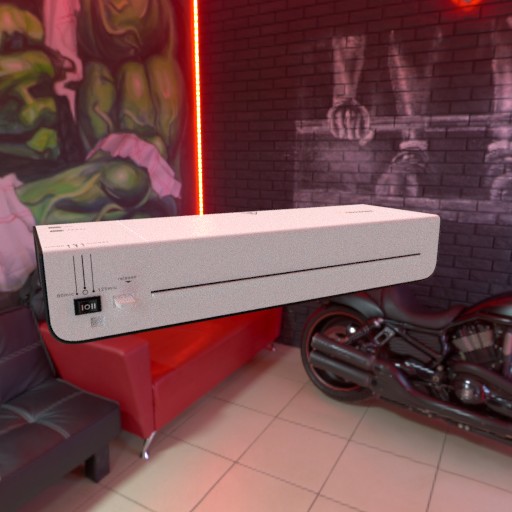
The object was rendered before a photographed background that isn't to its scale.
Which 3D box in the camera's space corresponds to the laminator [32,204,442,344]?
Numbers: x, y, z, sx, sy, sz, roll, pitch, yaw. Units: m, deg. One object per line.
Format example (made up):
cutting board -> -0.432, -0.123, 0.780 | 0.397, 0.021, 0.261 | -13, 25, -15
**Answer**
laminator -> 0.000, 0.000, 0.386 | 0.340, 0.062, 0.123 | -7, 15, -27
